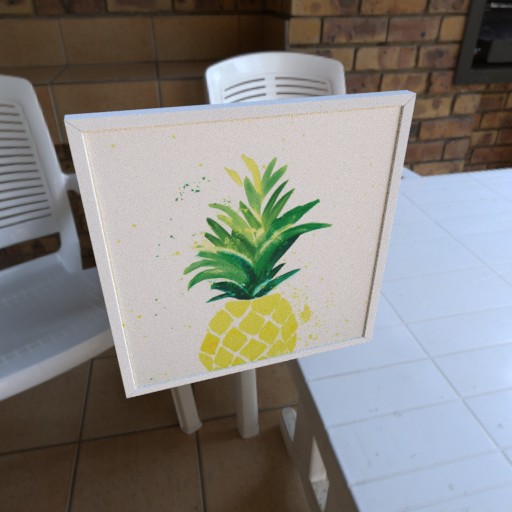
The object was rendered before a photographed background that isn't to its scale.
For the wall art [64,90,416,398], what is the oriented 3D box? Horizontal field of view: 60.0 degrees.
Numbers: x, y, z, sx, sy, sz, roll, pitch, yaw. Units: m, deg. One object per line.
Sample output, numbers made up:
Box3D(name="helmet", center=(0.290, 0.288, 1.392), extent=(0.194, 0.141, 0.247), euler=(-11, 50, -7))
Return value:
Box3D(name="wall art", center=(0.000, 0.000, 1.139), extent=(0.763, 0.761, 0.038), euler=(-9, 33, -15))
